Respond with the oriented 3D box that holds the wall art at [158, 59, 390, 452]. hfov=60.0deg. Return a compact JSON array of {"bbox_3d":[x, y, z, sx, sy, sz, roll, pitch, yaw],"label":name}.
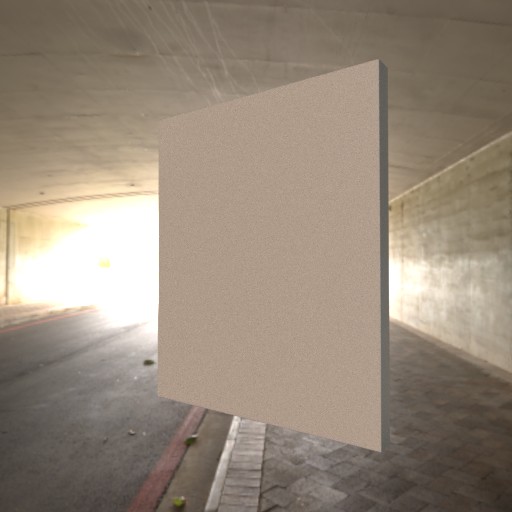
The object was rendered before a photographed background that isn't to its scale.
[{"bbox_3d":[0.000,0.000,0.765,0.452,0.549,0.038,-1,-2,36],"label":"wall art"}]
